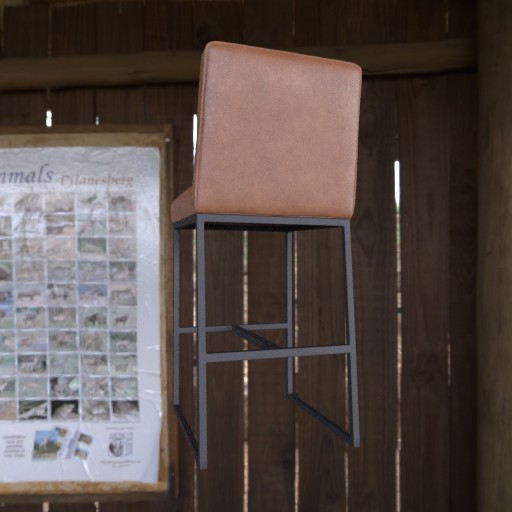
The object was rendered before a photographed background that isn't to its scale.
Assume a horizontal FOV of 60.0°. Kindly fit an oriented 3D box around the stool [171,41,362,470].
[{"bbox_3d":[0.000,0.000,1.364,0.458,1.040,0.556,0,-1,-18],"label":"stool"}]
